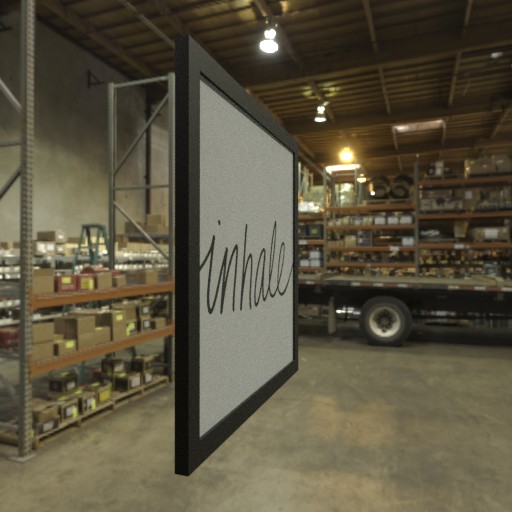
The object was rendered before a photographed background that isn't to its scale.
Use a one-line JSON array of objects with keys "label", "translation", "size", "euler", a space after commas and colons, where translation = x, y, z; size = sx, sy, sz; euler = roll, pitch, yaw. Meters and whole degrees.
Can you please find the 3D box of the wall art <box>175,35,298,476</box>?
[{"label": "wall art", "translation": [0.000, 0.000, 0.526], "size": [0.013, 0.356, 0.356], "euler": [0, 0, 20]}]
